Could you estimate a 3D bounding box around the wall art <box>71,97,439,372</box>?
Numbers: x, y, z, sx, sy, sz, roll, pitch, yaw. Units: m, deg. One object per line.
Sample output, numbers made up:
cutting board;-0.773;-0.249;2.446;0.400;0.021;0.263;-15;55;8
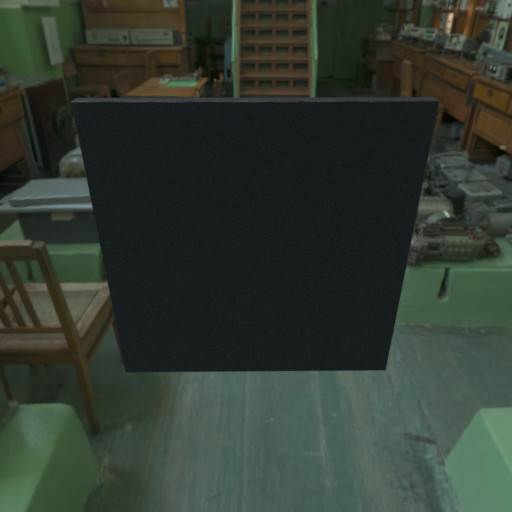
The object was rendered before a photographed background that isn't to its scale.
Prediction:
wall art;0.000;0.000;1.123;0.762;0.762;0.038;0;30;-1
